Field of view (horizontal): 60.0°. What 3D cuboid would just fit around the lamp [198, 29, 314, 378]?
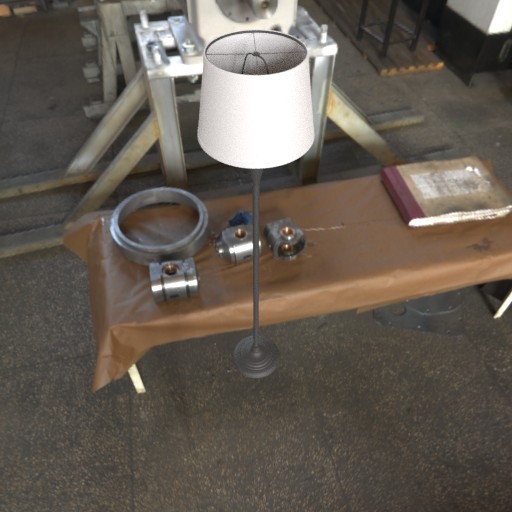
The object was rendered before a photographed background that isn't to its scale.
[{"bbox_3d":[0.000,0.000,1.639,0.327,1.506,0.327,34,57,26],"label":"lamp"}]
